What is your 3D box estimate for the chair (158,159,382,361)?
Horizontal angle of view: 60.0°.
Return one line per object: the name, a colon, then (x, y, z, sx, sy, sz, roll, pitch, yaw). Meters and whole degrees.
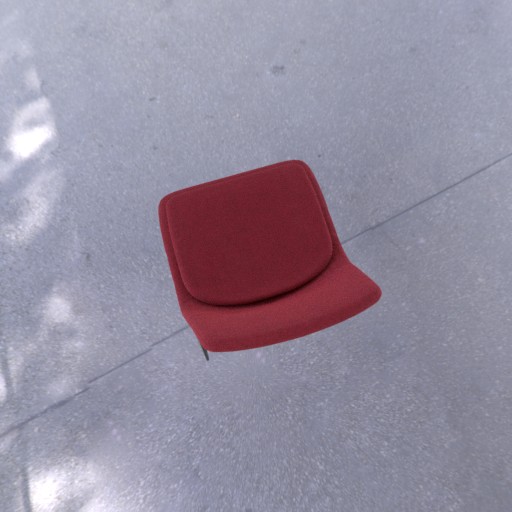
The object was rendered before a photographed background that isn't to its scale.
chair: (0.000, 0.000, 1.180, 0.479, 0.858, 0.518, -16, 75, -4)
